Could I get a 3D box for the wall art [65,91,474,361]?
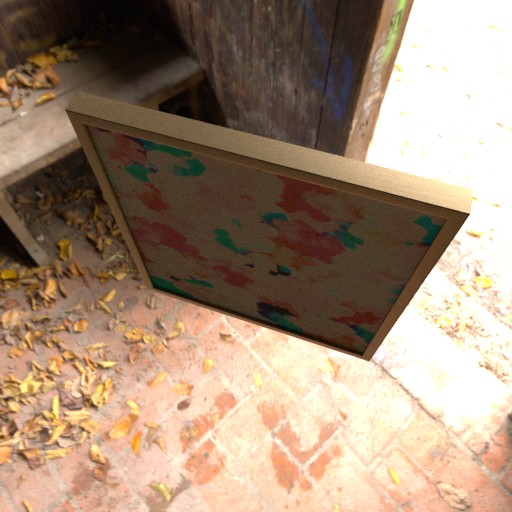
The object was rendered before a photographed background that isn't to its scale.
[{"bbox_3d":[0.000,0.000,0.755,0.510,0.509,0.037,17,60,10],"label":"wall art"}]
